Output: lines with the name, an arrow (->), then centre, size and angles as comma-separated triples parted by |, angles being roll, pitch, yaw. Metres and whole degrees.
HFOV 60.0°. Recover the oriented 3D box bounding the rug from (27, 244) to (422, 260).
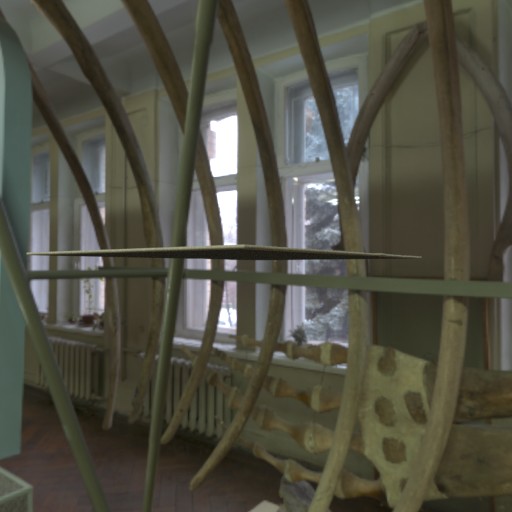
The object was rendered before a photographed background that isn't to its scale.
rug -> 0.000, 0.000, 2.966 | 1.540, 0.021, 2.290 | -1, -2, 36
